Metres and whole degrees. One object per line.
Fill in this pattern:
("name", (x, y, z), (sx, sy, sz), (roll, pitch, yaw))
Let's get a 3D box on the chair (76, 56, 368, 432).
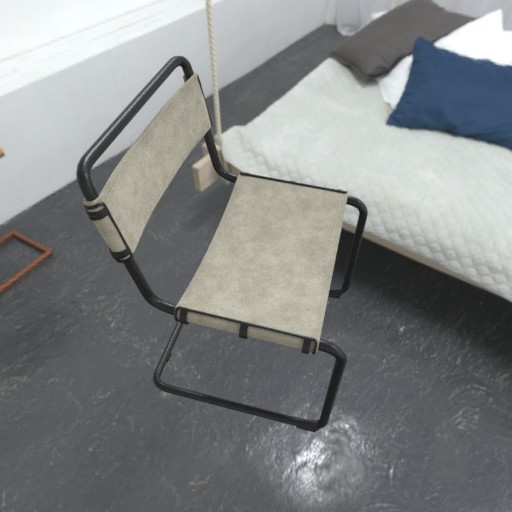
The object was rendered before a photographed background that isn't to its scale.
("chair", (0.000, 0.000, 1.075), (0.497, 0.747, 0.499), (11, 49, 10))
